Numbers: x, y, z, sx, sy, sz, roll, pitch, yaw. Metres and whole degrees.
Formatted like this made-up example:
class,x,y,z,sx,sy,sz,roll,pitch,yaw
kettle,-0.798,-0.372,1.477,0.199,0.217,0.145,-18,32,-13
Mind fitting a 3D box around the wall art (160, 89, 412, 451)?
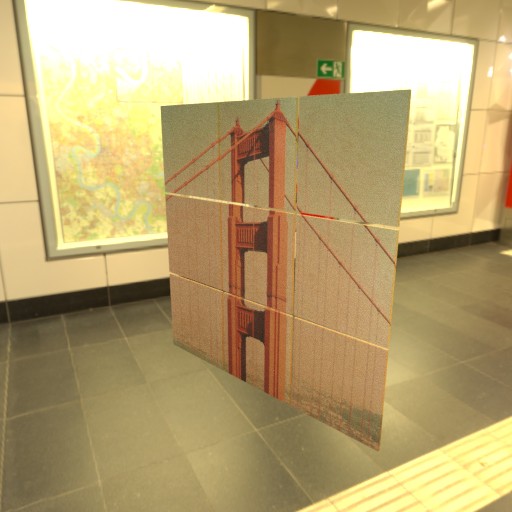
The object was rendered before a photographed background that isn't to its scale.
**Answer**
class,x,y,z,sx,sy,sz,roll,pitch,yaw
wall art,0.000,0.000,1.828,1.214,1.219,0.013,14,21,41
